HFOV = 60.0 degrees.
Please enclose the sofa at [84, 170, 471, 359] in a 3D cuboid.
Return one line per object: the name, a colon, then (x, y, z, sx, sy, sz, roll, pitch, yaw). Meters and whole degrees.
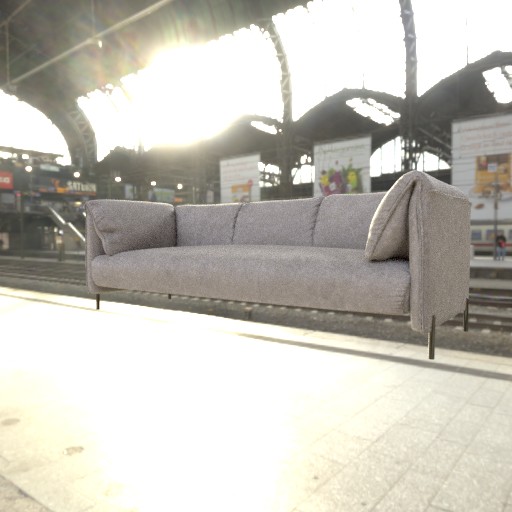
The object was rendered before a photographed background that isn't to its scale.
sofa: (0.000, 0.000, 2.655, 2.238, 0.758, 0.899, 1, 2, 36)
